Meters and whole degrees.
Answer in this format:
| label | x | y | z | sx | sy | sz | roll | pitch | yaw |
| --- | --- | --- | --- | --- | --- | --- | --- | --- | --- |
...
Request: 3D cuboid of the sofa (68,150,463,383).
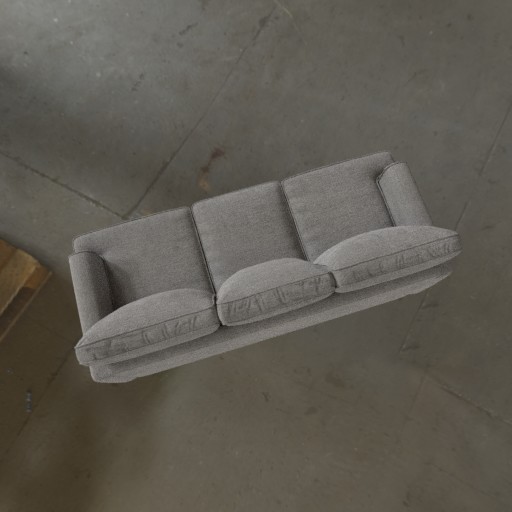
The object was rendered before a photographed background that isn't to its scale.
| label | x | y | z | sx | sy | sz | roll | pitch | yaw |
| --- | --- | --- | --- | --- | --- | --- | --- | --- | --- |
| sofa | 0.000 | 0.000 | 2.719 | 2.158 | 0.965 | 0.951 | -16 | 75 | -4 |
